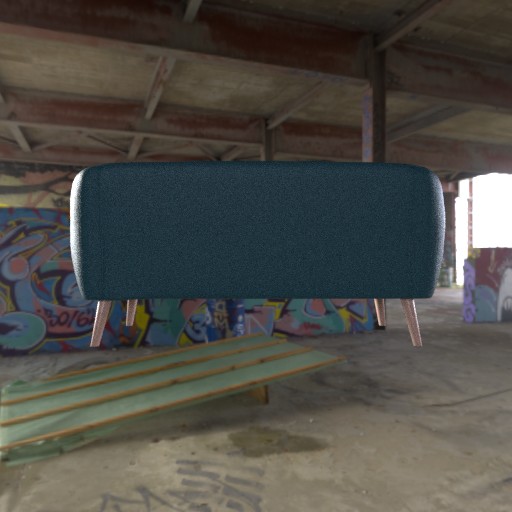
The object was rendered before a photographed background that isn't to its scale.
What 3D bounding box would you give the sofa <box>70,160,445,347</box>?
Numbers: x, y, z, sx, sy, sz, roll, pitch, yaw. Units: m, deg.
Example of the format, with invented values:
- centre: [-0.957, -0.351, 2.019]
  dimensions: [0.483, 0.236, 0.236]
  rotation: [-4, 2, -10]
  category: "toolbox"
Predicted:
- centre: [0.000, 0.000, 2.323]
  dimensions: [1.840, 0.836, 0.820]
  rotation: [0, 0, 0]
  category: "sofa"
